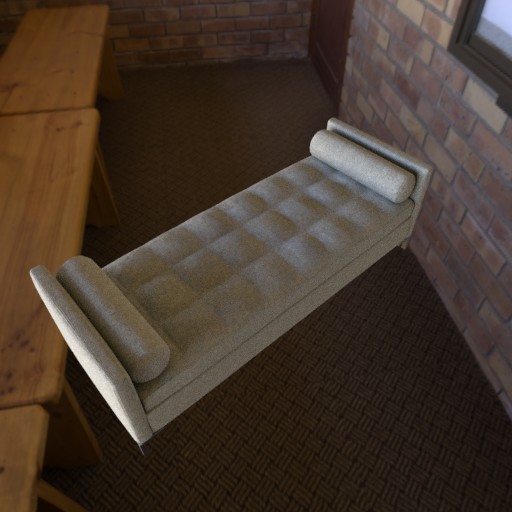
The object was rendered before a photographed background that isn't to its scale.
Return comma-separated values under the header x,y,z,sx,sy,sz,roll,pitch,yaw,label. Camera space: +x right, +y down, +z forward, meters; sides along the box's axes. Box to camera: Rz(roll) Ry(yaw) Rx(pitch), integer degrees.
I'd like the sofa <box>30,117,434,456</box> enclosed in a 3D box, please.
x,y,z,sx,sy,sz,roll,pitch,yaw,label
0.000,0.000,2.507,2.102,0.657,0.797,-33,54,-28,sofa
